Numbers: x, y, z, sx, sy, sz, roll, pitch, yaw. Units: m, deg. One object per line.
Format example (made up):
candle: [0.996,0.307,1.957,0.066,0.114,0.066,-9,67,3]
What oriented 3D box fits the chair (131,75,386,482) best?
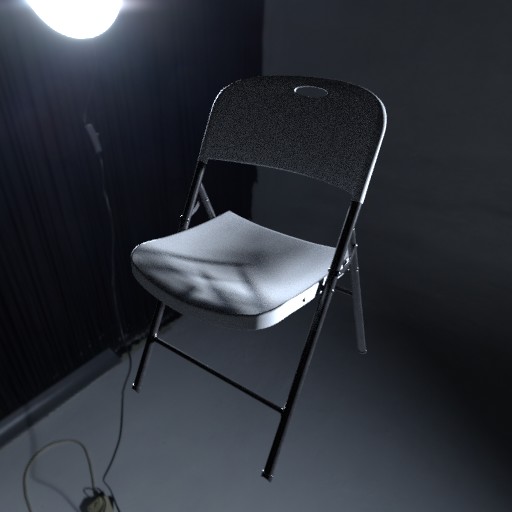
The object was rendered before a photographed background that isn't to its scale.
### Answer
chair: [0.000,0.000,1.157,0.494,0.810,0.566,20,36,30]
